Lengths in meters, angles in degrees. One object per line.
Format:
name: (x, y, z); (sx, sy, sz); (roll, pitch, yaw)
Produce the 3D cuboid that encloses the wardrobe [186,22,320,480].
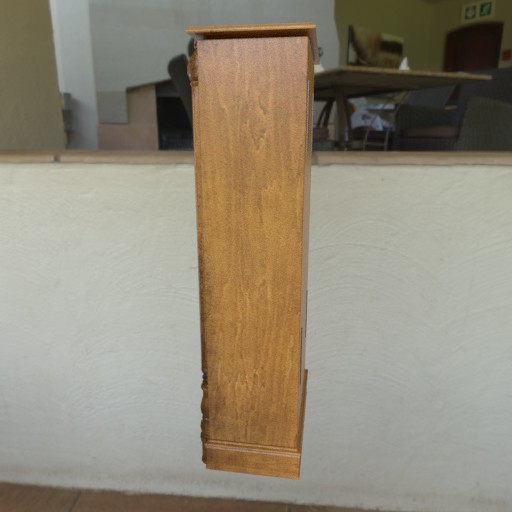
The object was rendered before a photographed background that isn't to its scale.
wardrobe: (0.000, 0.000, 1.105); (0.273, 0.959, 0.406); (2, 15, 9)
